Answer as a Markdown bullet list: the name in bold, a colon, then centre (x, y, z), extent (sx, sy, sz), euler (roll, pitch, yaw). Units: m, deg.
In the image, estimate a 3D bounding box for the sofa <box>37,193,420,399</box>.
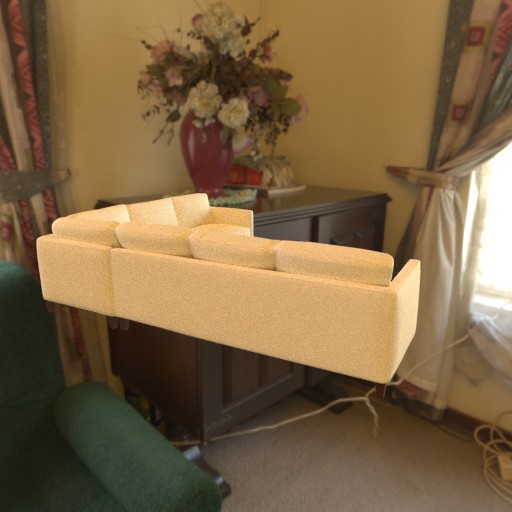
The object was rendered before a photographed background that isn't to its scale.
- **sofa**: centre (0.000, 0.000, 4.483), extent (3.302, 0.947, 2.593), euler (8, 16, 28)
